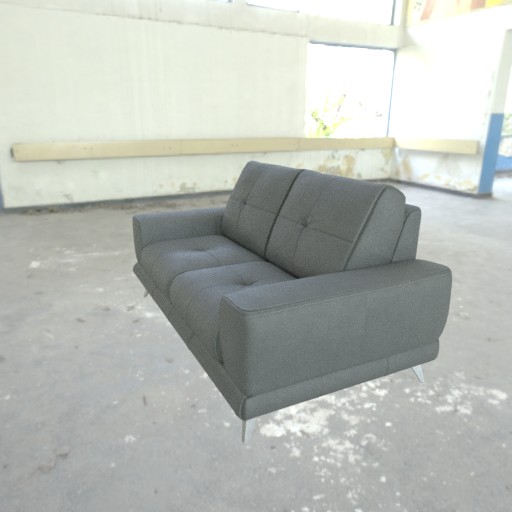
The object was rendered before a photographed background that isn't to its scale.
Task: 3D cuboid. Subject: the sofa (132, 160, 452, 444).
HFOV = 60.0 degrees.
[{"bbox_3d":[0.000,0.000,2.424,1.018,0.907,1.806,-8,19,-25],"label":"sofa"}]
